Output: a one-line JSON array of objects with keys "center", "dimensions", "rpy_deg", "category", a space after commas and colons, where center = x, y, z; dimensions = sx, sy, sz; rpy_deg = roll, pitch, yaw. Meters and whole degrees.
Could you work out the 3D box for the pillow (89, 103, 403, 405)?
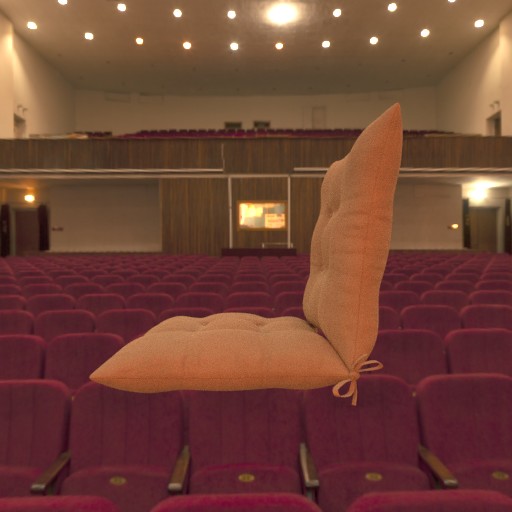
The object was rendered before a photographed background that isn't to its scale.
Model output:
[{"center": [0.000, 0.000, 1.022], "dimensions": [0.585, 0.536, 0.541], "rpy_deg": [0, 0, -1], "category": "pillow"}]
